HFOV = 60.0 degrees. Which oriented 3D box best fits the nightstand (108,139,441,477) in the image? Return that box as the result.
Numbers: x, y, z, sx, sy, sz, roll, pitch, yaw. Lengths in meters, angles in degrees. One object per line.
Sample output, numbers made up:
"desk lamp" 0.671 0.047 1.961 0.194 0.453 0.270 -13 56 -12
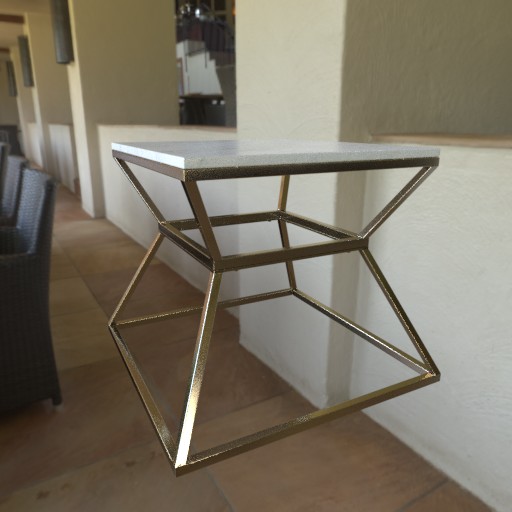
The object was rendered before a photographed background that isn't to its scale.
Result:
"nightstand" 0.000 0.000 0.876 0.514 0.426 0.513 -9 19 -26
